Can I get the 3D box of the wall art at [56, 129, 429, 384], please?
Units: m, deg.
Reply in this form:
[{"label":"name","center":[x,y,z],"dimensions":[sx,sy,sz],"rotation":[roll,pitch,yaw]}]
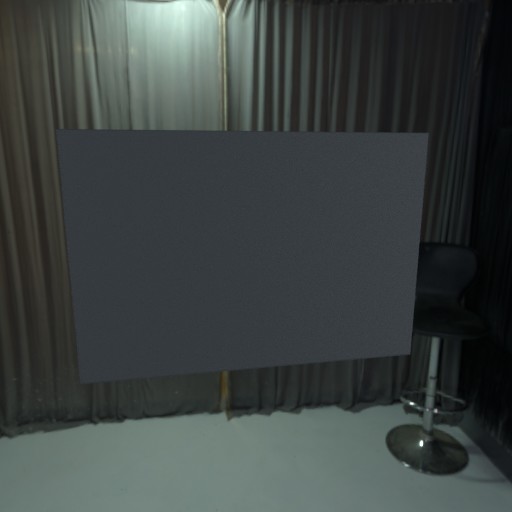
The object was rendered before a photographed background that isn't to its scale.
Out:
[{"label":"wall art","center":[0.000,0.000,1.216],"dimensions":[0.964,0.659,0.049],"rotation":[-2,13,-9]}]
